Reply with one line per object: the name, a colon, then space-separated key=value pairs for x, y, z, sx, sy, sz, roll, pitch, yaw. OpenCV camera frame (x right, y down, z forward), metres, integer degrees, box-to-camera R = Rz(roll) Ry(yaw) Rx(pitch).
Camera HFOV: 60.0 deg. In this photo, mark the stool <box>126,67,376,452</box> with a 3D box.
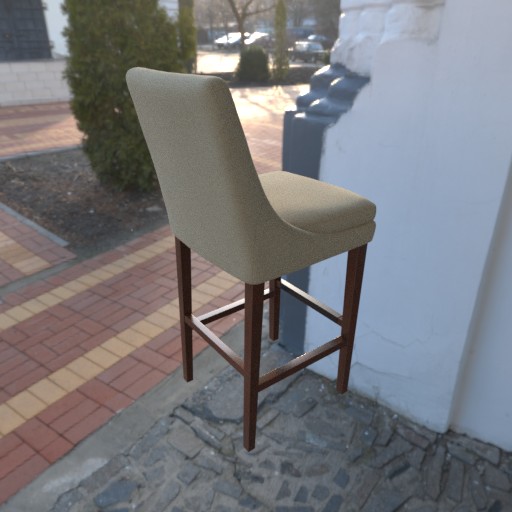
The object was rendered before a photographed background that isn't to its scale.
stool: x=0.000 y=0.000 z=1.374 sx=0.577 sy=1.078 sz=0.470 roll=-18 pitch=32 yaw=-33
